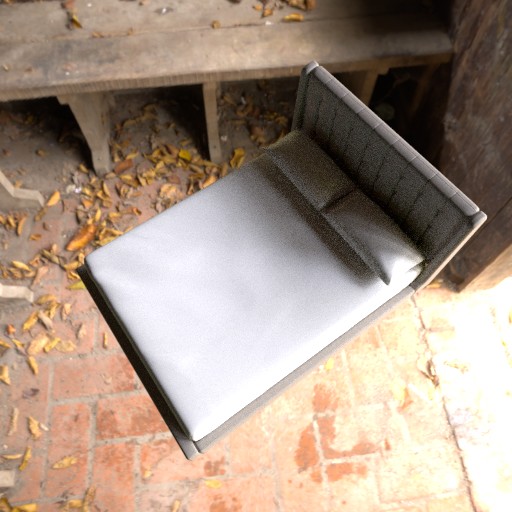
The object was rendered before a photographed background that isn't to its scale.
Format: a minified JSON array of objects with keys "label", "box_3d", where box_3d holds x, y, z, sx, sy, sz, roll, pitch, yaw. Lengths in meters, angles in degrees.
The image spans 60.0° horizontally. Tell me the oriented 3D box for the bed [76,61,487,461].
[{"label":"bed","box_3d":[0.000,0.000,3.147,2.232,1.147,1.656,-33,68,-15]}]
